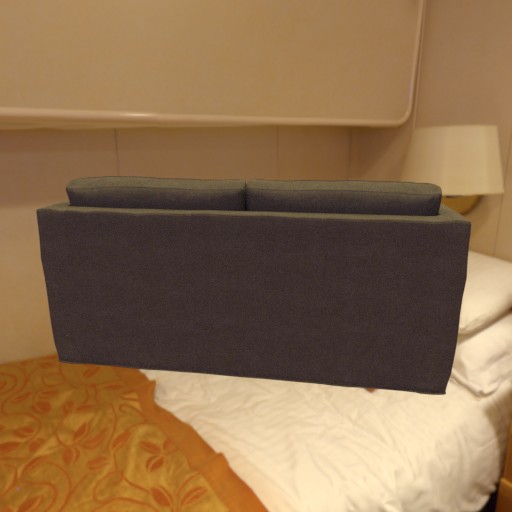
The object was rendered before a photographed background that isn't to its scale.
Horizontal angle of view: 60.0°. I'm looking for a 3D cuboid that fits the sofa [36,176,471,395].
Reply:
[{"bbox_3d":[0.000,0.000,2.289,1.802,0.854,0.974,2,16,9],"label":"sofa"}]
